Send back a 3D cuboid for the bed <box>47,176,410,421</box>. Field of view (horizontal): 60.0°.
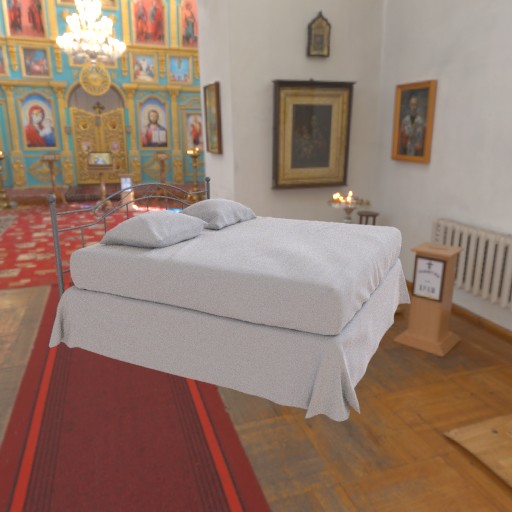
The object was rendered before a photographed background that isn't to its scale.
[{"bbox_3d":[0.000,0.000,3.557,2.220,1.080,2.309,7,16,26],"label":"bed"}]
